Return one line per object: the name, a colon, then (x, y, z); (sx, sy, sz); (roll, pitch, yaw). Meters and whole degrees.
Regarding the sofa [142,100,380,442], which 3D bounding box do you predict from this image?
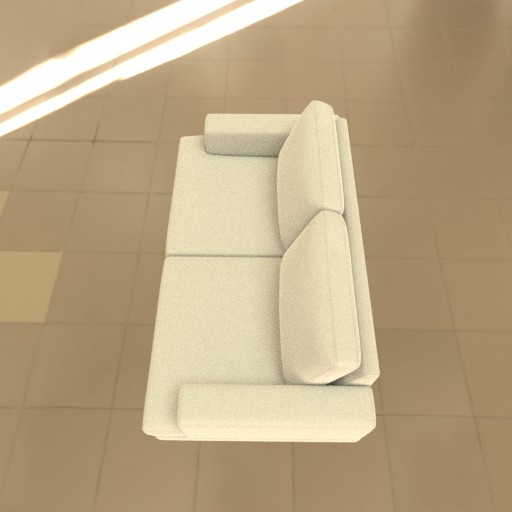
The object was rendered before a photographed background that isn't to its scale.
sofa: (0.000, 0.000, 2.182); (0.920, 0.810, 1.650); (1, 60, 0)
